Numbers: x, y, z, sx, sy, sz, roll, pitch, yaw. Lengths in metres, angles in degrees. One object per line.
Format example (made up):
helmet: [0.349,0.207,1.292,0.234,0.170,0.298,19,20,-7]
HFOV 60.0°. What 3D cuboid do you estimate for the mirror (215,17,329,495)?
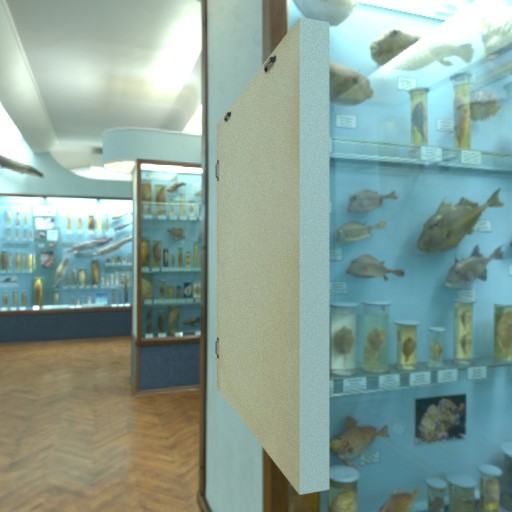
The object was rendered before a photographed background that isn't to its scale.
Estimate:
mirror: [0.000,0.000,0.669,0.041,0.509,0.406,0,0,-18]
